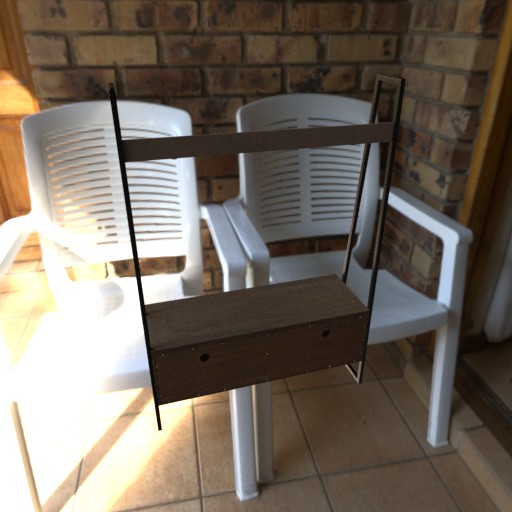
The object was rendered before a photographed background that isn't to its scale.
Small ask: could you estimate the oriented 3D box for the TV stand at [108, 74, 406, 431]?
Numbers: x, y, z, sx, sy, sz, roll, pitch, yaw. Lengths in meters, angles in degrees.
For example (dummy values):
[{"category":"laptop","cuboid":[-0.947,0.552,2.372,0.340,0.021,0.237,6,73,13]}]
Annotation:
[{"category":"TV stand","cuboid":[0.000,0.000,2.361,1.250,1.772,0.432,-8,29,-15]}]
